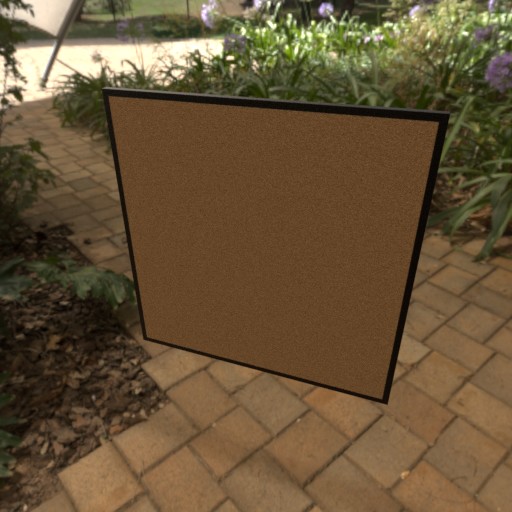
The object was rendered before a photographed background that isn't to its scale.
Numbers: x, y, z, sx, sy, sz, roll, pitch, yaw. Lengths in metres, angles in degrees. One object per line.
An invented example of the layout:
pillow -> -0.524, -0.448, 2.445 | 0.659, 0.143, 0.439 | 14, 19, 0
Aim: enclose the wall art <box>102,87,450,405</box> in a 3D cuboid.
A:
wall art -> 0.000, 0.000, 0.673 | 0.457, 0.458, 0.012 | 11, 32, 17
